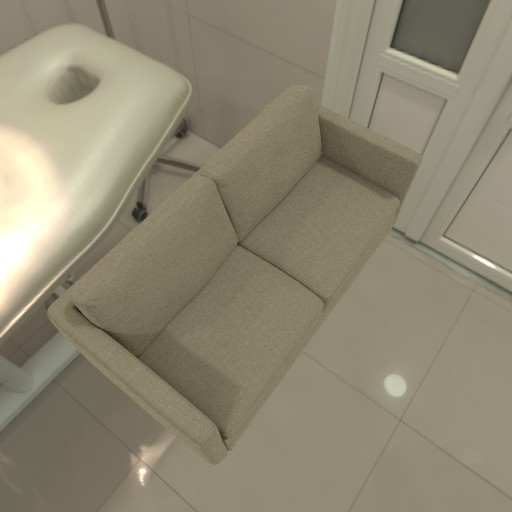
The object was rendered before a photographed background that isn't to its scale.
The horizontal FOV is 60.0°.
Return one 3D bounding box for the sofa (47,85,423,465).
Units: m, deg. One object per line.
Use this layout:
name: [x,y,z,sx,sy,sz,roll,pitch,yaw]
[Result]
sofa: [0.000,0.000,2.416,0.951,0.947,1.884,33,64,18]
